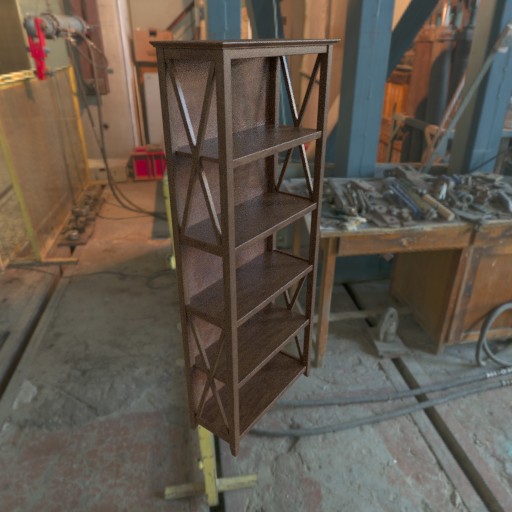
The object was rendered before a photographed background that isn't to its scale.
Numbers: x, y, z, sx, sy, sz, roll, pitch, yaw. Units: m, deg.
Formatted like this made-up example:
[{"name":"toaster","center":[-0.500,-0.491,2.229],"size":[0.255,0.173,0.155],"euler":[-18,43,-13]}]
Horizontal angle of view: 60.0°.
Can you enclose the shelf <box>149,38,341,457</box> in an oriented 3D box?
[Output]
[{"name":"shelf","center":[0.000,0.000,2.174],"size":[0.335,1.905,0.805],"euler":[18,32,32]}]
